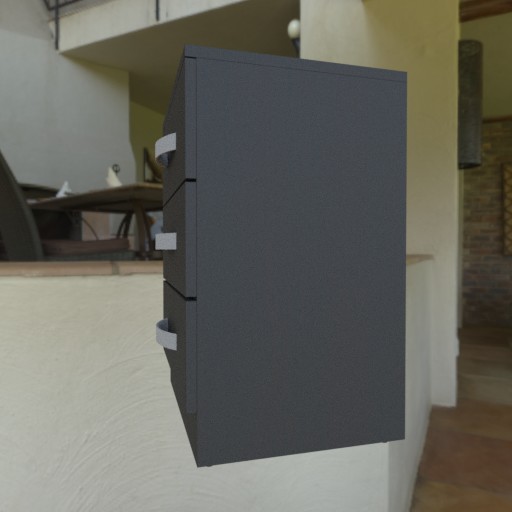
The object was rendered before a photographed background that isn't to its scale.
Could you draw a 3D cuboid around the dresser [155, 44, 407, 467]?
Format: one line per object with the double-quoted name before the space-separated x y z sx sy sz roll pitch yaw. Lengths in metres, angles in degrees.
"dresser" 0.000 0.000 0.816 0.360 0.560 0.400 0 1 -16
